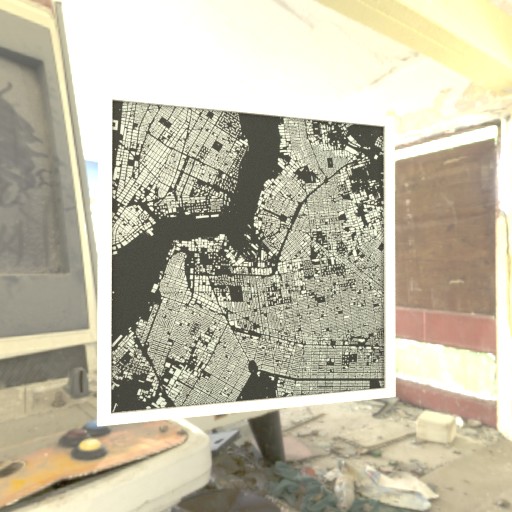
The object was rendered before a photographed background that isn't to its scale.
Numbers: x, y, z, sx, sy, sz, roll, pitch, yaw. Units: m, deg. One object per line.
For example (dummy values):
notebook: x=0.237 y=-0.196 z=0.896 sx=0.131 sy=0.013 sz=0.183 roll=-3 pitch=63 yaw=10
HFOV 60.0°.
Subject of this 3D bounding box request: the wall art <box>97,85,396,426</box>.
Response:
wall art: x=0.000 y=0.000 z=0.456 sx=0.305 sy=0.305 sz=0.037 roll=0 pitch=-1 yaw=-16
